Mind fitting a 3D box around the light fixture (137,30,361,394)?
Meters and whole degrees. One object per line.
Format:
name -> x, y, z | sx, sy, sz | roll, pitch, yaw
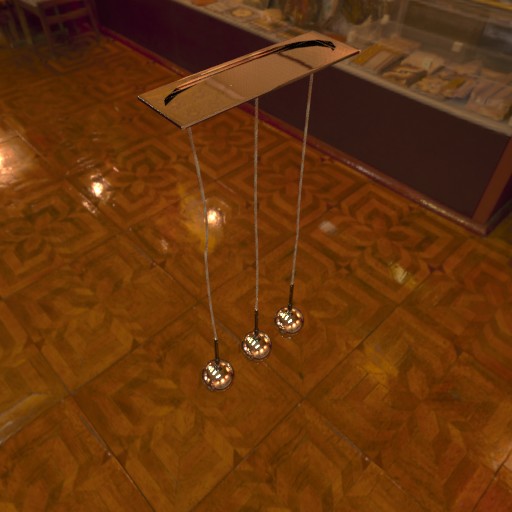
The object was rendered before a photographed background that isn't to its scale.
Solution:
light fixture -> 0.000, 0.000, 1.668 | 0.623, 1.408, 0.188 | -33, 55, -27
